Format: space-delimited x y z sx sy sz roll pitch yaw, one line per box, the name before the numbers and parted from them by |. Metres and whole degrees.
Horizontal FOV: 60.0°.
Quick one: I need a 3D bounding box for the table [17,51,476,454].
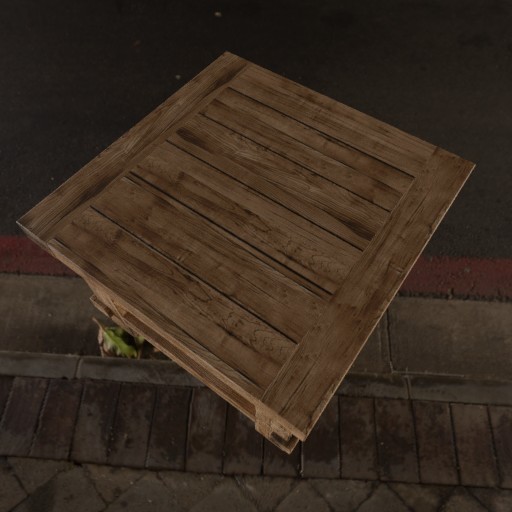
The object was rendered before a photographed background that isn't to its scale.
table | 0.000 0.000 1.016 0.610 0.457 0.610 32 64 18
